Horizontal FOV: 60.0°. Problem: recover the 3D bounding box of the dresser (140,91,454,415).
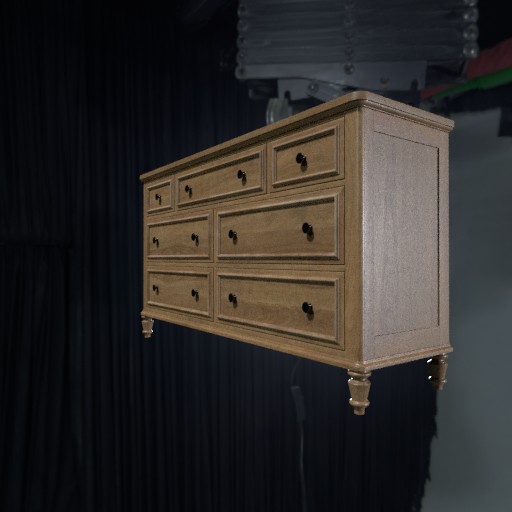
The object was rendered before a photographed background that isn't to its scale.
[{"bbox_3d":[0.000,0.000,1.967,0.468,0.892,1.583,0,0,-36],"label":"dresser"}]
